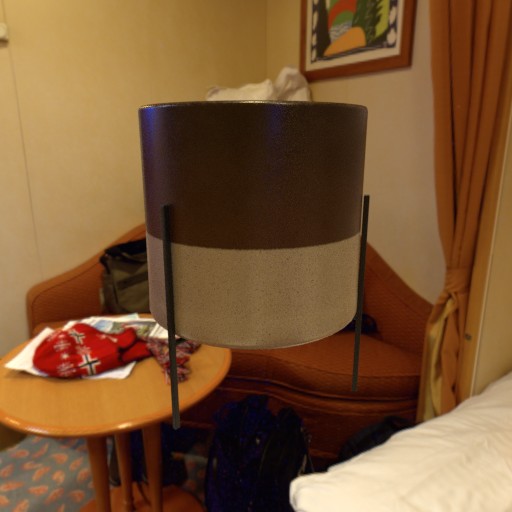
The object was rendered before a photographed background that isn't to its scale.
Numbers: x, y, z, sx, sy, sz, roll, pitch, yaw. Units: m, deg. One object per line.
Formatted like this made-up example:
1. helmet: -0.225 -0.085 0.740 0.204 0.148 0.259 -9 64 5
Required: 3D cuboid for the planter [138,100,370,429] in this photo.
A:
1. planter: 0.000 0.000 0.736 0.354 0.465 0.345 3 15 10
